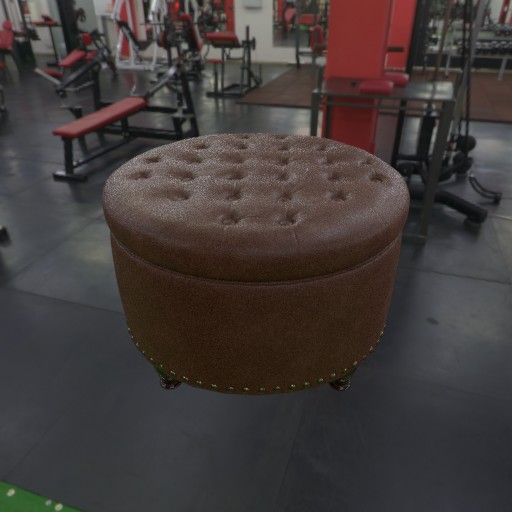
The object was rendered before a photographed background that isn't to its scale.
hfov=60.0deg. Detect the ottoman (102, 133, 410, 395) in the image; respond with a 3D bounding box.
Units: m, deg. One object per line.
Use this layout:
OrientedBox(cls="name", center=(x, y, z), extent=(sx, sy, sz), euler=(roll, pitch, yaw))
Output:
OrientedBox(cls="ottoman", center=(0.000, 0.000, 1.049), extent=(0.637, 0.442, 0.637), euler=(0, 31, 0))
